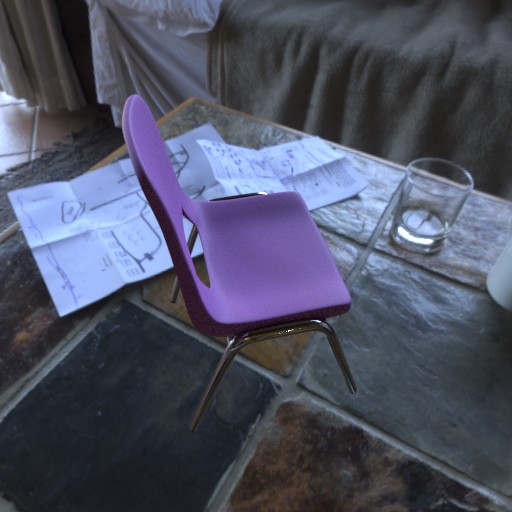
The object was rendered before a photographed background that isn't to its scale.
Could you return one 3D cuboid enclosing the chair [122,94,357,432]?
[{"bbox_3d":[0.000,0.000,0.677,0.301,0.493,0.291,-10,48,-9],"label":"chair"}]
